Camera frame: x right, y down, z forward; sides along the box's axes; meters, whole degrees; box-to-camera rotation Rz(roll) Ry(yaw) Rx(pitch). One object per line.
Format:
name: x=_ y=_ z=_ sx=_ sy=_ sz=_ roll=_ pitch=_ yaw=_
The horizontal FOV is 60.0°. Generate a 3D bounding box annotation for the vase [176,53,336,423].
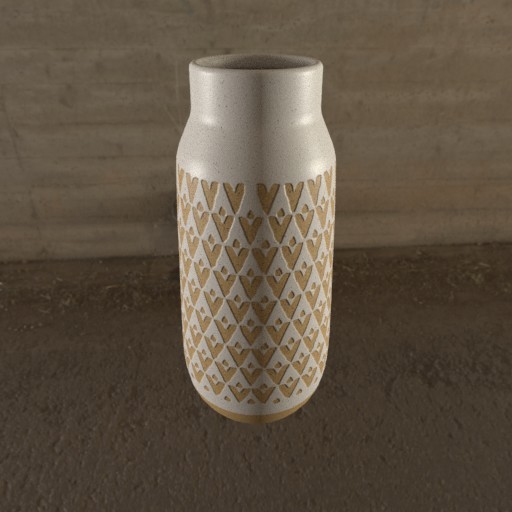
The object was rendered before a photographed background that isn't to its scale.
vase: x=0.000 y=0.000 z=0.378 sx=0.137 sy=0.307 sz=0.137 roll=0 pitch=31 yaw=0
